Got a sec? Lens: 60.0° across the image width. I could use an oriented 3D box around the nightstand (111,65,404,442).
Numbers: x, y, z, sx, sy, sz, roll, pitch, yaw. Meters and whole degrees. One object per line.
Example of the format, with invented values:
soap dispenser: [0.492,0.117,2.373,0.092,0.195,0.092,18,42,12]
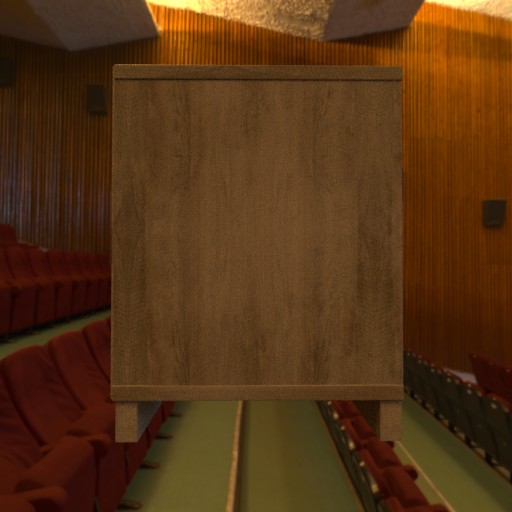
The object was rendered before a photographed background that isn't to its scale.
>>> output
nightstand: [0.000,0.000,0.738,0.347,0.448,0.427,0,-1,-1]
